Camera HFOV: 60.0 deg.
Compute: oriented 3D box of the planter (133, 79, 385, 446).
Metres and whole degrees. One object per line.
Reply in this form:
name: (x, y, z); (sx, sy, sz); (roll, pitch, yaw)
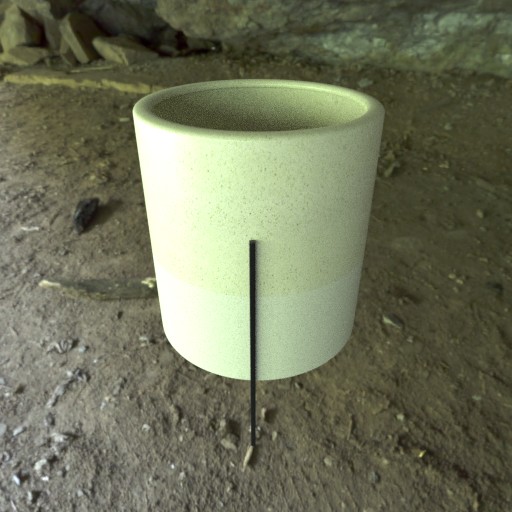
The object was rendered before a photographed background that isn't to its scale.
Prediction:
planter: (0.000, 0.000, 0.710); (0.333, 0.483, 0.324); (19, 36, 27)
